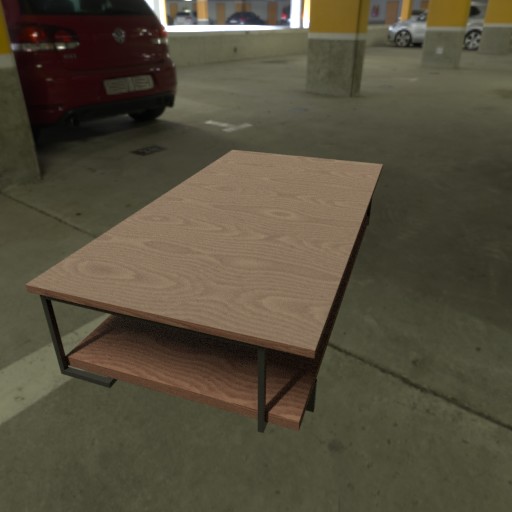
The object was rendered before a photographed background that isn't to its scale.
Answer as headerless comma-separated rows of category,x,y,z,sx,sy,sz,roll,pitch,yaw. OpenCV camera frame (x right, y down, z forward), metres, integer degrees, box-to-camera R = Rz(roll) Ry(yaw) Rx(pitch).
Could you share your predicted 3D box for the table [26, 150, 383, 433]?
table,0.000,0.000,1.457,0.651,0.347,1.197,10,30,17
